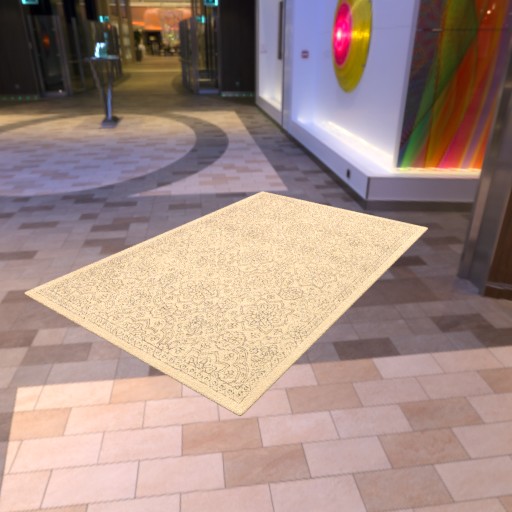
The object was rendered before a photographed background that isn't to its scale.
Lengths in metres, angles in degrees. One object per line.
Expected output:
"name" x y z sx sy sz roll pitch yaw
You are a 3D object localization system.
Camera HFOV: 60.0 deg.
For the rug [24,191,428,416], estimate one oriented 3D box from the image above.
"rug" 0.000 0.000 2.307 1.219 0.010 1.829 18 31 32
